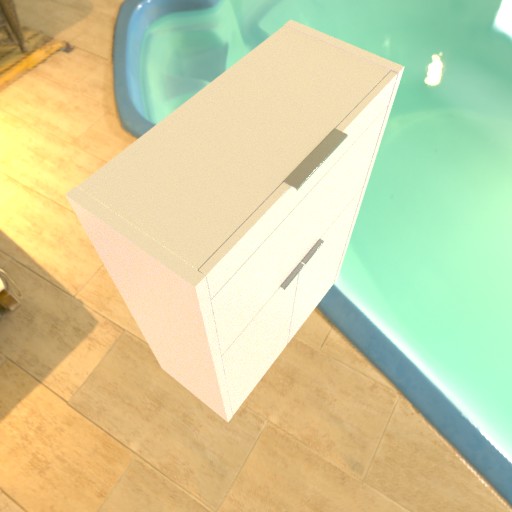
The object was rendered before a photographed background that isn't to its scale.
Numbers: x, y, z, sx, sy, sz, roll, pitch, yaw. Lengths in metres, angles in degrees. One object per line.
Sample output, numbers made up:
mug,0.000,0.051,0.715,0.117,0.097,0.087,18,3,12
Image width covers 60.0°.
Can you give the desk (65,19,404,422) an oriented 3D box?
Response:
desk,0.000,0.000,1.577,0.390,1.190,0.850,33,63,19
